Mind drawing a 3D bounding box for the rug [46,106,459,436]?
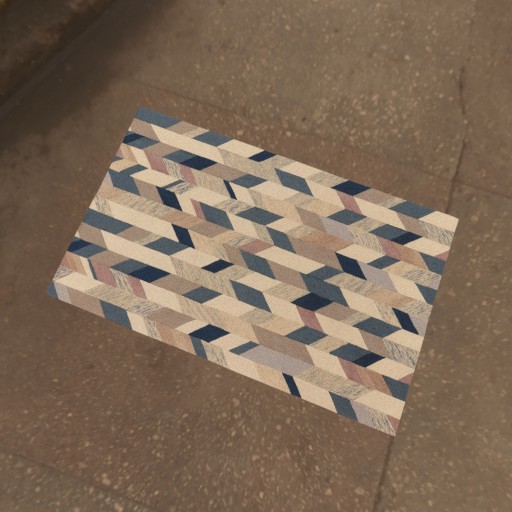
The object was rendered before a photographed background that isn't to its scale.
[{"bbox_3d":[0.000,0.000,2.999,2.423,0.008,1.513,21,77,5],"label":"rug"}]
